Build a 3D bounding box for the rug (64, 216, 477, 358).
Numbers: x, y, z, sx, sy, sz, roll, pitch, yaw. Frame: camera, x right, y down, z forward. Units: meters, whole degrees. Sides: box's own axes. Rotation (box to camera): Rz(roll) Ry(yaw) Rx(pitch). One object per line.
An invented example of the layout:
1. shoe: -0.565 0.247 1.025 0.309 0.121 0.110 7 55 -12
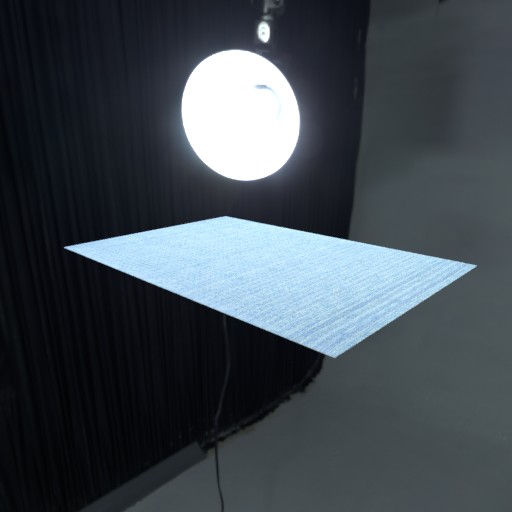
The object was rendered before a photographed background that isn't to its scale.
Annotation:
1. rug: 0.000 0.000 3.736 2.895 0.006 1.982 15 22 41
